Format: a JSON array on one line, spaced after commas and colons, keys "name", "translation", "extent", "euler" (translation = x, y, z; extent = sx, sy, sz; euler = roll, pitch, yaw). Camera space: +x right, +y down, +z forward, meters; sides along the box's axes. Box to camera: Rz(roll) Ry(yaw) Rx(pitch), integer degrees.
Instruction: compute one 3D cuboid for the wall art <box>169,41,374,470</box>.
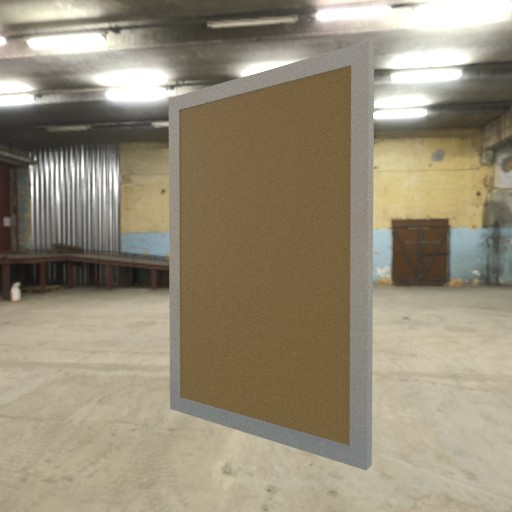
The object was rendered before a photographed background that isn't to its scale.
[{"name": "wall art", "translation": [0.000, 0.000, 1.419], "extent": [0.764, 1.143, 0.038], "euler": [1, 2, 36]}]
